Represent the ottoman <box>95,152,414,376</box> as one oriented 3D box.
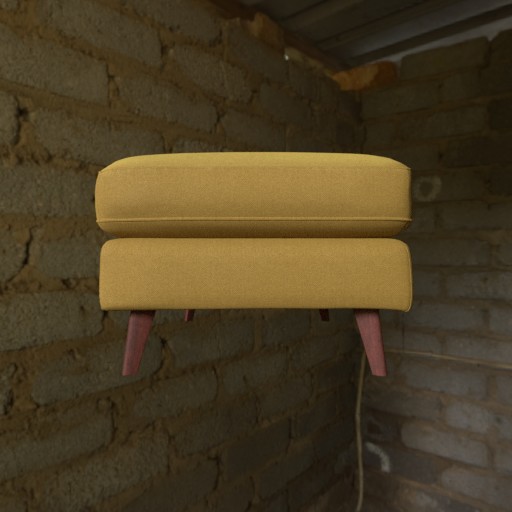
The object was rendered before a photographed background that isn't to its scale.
[{"bbox_3d":[0.000,0.000,1.189,0.608,0.449,0.811,0,0,1],"label":"ottoman"}]
